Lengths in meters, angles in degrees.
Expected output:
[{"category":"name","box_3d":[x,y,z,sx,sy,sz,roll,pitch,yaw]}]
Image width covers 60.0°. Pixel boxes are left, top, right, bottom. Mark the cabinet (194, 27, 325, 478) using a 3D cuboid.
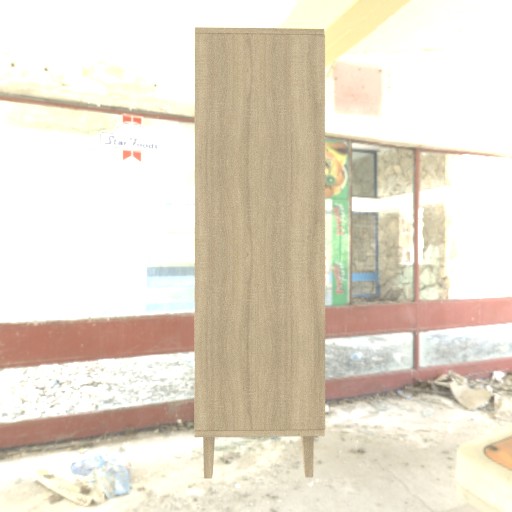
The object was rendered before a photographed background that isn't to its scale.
[{"category":"cabinet","box_3d":[0.000,0.000,1.902,0.398,1.388,1.111,0,0,-1]}]
